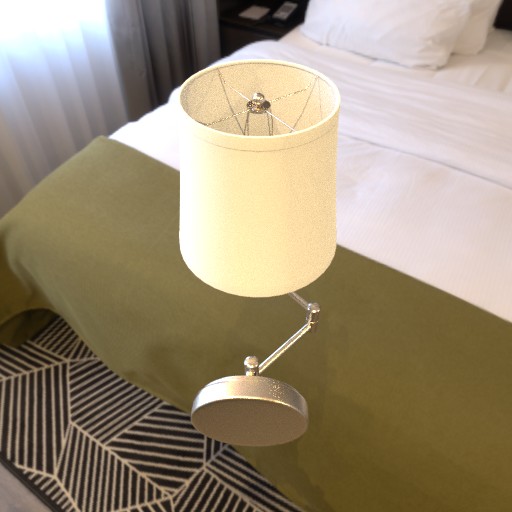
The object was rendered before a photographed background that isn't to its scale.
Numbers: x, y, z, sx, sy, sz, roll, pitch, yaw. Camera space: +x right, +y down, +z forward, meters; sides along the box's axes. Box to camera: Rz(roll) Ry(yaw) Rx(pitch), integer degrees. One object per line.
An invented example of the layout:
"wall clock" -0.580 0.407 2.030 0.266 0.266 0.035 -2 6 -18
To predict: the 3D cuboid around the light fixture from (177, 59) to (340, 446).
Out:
"light fixture" 0.000 0.000 0.576 0.223 0.381 0.348 2 47 2
